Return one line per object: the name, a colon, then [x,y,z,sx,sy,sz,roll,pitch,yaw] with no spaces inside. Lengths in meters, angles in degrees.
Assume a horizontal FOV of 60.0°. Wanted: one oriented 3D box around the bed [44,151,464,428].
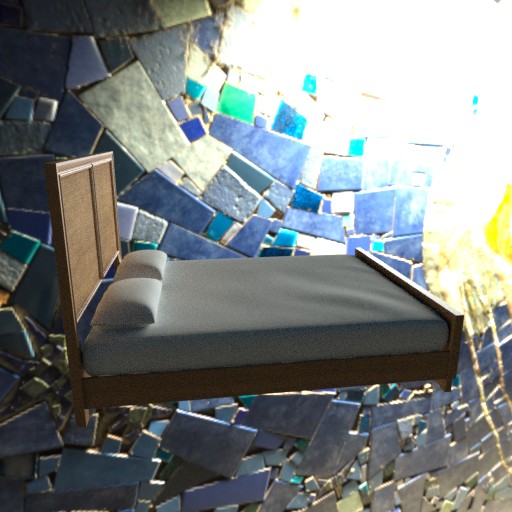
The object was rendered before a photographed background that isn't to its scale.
bed: [0.000,0.000,3.112,2.184,1.387,1.606,-2,15,-8]
